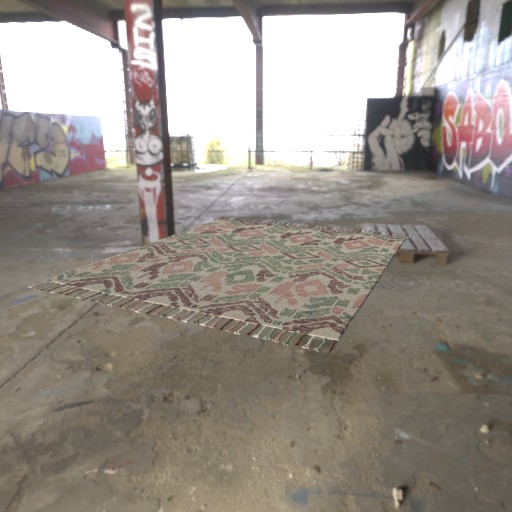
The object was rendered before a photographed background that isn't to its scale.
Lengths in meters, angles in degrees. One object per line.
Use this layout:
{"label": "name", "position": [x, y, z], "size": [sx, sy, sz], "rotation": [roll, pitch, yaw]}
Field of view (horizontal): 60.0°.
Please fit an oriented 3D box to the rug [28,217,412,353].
{"label": "rug", "position": [0.000, 0.000, 4.157], "size": [2.438, 0.010, 3.048], "rotation": [8, 18, 25]}
